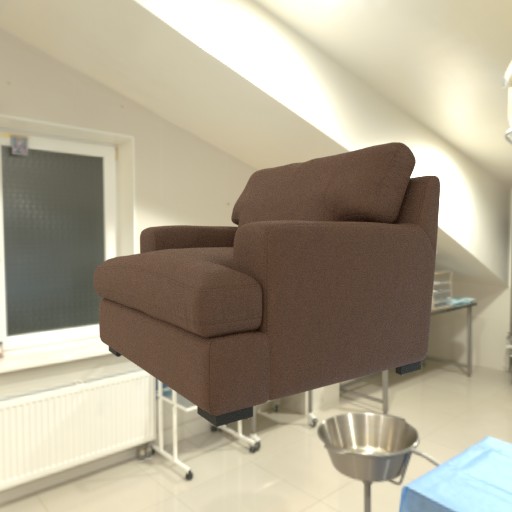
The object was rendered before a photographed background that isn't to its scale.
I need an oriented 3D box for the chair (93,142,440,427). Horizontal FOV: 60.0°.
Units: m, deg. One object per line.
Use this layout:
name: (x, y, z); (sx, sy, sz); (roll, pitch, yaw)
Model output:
chair: (0.000, 0.000, 1.982); (1.143, 0.940, 1.168); (-2, 3, -35)
